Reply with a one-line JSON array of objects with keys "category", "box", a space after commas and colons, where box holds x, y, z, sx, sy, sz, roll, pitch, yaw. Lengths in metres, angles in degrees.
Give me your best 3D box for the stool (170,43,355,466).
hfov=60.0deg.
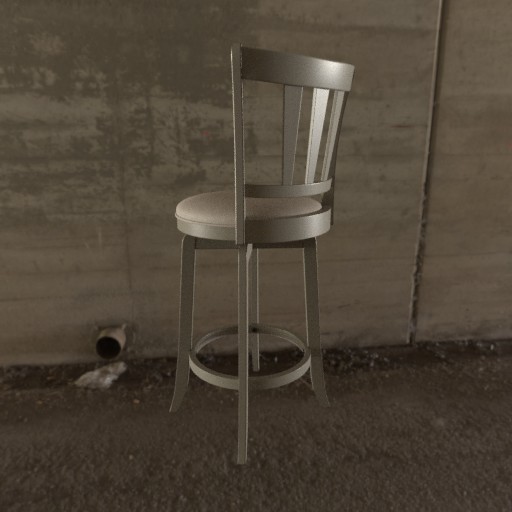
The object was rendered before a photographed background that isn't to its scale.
[{"category": "stool", "box": [0.000, 0.000, 1.288, 0.436, 1.042, 0.475, -14, 21, -42]}]
